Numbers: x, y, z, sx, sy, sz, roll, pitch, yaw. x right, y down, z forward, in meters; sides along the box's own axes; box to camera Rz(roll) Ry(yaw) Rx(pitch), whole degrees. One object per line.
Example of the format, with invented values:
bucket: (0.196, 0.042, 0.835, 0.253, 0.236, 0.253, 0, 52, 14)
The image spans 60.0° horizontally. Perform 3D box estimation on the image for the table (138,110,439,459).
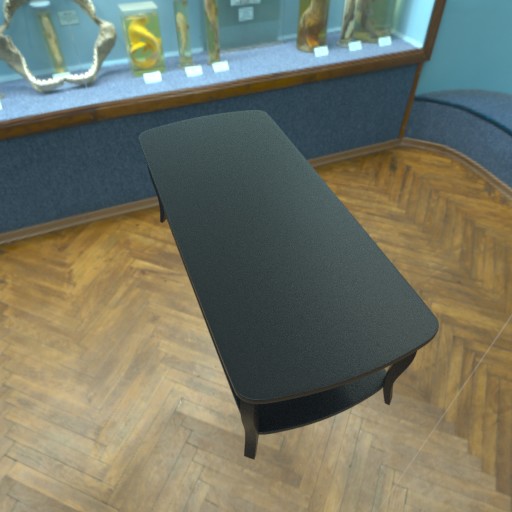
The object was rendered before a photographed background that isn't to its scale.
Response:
table: (0.000, 0.000, 1.649, 0.571, 0.457, 1.333, -16, 48, -15)
